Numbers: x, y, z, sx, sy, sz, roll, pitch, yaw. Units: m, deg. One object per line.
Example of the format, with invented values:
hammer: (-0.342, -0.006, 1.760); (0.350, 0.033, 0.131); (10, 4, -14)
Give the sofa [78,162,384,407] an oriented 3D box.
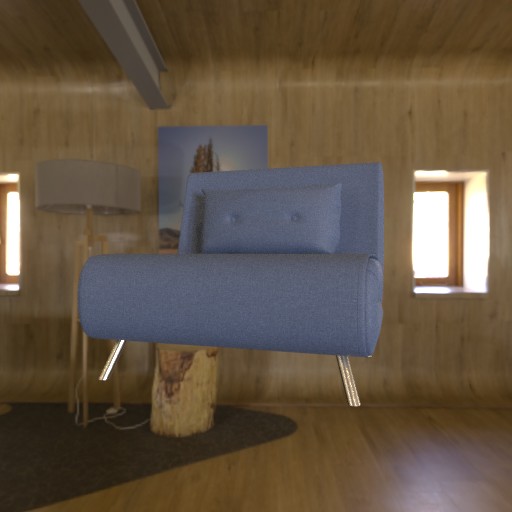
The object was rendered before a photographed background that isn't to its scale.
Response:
sofa: (0.000, 0.000, 1.816); (0.999, 0.860, 0.996); (0, 1, 18)
